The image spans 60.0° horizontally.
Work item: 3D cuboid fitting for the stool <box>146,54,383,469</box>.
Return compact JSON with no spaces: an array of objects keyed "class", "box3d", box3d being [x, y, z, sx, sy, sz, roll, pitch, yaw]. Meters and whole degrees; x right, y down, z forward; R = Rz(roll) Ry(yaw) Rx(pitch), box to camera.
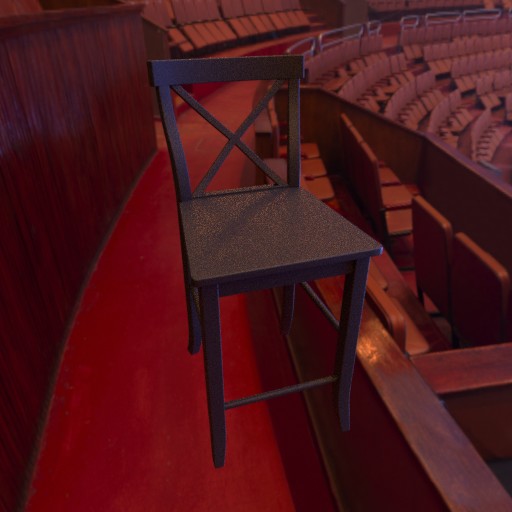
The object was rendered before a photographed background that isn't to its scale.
[{"class":"stool","box3d":[0.000,0.000,1.263,0.452,0.989,0.559,-9,32,-15]}]
